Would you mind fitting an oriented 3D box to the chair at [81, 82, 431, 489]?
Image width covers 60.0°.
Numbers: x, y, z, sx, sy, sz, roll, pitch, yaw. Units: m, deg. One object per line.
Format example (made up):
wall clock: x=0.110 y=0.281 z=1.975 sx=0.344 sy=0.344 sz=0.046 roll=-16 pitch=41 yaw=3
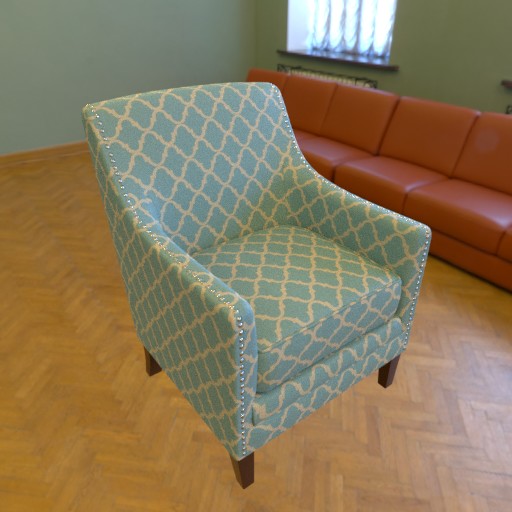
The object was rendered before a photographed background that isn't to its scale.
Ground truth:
chair: x=0.000 y=0.000 z=1.243 sx=0.617 sy=0.817 sz=0.686 roll=-21 pitch=36 yaw=-32
